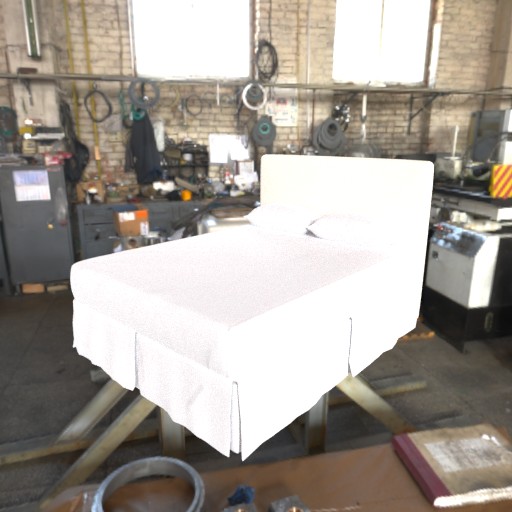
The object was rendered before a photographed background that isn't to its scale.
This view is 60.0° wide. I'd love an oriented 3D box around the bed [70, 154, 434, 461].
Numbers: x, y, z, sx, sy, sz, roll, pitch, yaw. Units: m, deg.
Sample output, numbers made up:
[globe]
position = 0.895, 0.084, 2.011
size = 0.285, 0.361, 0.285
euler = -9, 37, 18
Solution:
[bed]
position = 0.000, 0.000, 3.204
size = 1.713, 1.330, 2.142
euler = 14, 21, 41
